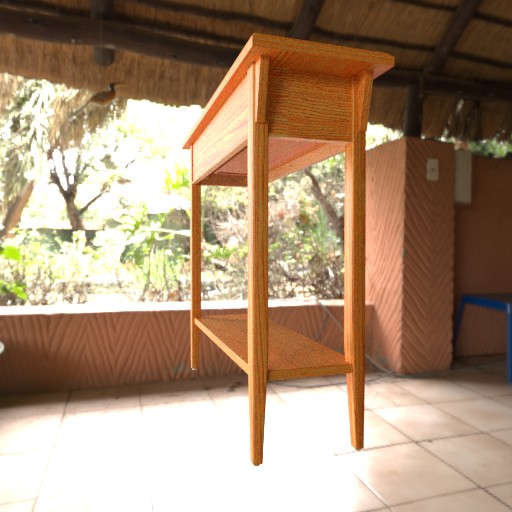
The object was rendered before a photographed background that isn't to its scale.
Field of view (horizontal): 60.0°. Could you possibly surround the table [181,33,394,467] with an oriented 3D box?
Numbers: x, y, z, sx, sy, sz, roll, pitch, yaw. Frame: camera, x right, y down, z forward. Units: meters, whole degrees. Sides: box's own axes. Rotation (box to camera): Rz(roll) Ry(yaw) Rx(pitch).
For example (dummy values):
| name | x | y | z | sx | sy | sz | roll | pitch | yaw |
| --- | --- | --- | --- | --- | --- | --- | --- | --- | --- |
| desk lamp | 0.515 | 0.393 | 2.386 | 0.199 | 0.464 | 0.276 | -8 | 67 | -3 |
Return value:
| name | x | y | z | sx | sy | sz | roll | pitch | yaw |
| --- | --- | --- | --- | --- | --- | --- | --- | --- | --- |
| table | 0.000 | 0.000 | 1.089 | 0.254 | 0.711 | 0.762 | 0 | 1 | -18 |
